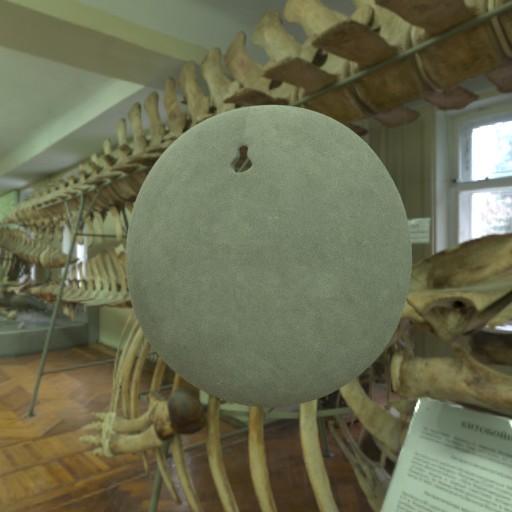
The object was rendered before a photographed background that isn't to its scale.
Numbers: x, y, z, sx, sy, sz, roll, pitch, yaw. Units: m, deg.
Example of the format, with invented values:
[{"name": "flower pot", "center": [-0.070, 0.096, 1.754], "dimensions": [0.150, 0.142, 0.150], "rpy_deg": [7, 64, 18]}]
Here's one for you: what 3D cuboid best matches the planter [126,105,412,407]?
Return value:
[{"name": "planter", "center": [0.000, 0.000, 0.279], "dimensions": [0.185, 0.188, 0.071], "rpy_deg": [0, 0, 18]}]
